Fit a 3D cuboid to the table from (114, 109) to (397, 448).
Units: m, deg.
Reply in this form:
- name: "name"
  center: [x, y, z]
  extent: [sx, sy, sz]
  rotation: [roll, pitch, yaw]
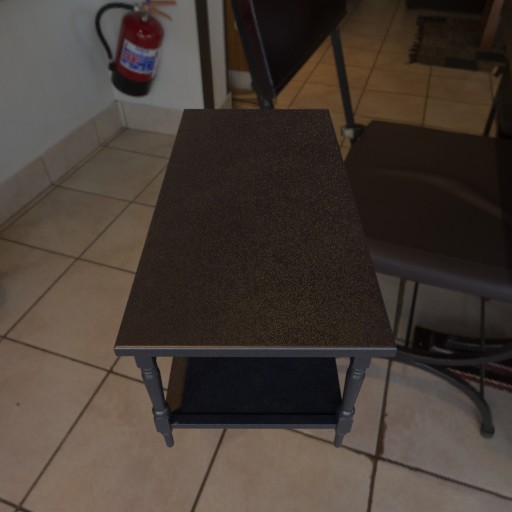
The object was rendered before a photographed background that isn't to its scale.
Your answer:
- name: "table"
  center: [0.000, 0.000, 1.436]
  extent: [0.550, 0.510, 1.107]
  rotation: [0, 42, 0]
